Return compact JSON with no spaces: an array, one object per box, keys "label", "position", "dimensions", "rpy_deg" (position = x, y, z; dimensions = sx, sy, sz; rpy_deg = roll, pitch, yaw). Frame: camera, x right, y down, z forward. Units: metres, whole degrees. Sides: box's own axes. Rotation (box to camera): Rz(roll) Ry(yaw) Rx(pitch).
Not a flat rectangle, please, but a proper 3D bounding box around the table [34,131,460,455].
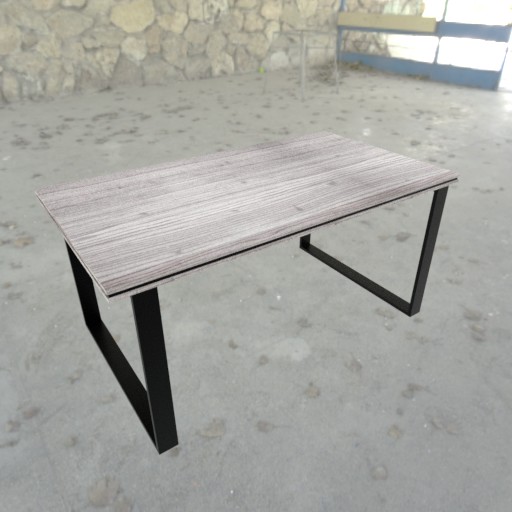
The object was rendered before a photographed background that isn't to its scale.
[{"label":"table","position":[0.000,0.000,2.061],"dimensions":[1.579,0.736,0.881],"rpy_deg":[-19,36,-30]}]
